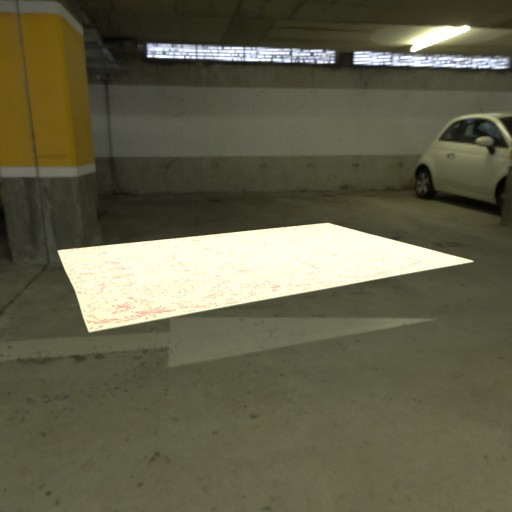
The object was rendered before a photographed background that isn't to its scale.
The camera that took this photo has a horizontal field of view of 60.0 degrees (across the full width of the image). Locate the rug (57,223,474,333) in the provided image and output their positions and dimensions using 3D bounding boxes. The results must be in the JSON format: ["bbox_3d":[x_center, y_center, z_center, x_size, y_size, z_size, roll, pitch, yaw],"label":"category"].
[{"bbox_3d":[0.000,0.000,3.494,2.746,0.018,1.819,-7,16,-27],"label":"rug"}]
